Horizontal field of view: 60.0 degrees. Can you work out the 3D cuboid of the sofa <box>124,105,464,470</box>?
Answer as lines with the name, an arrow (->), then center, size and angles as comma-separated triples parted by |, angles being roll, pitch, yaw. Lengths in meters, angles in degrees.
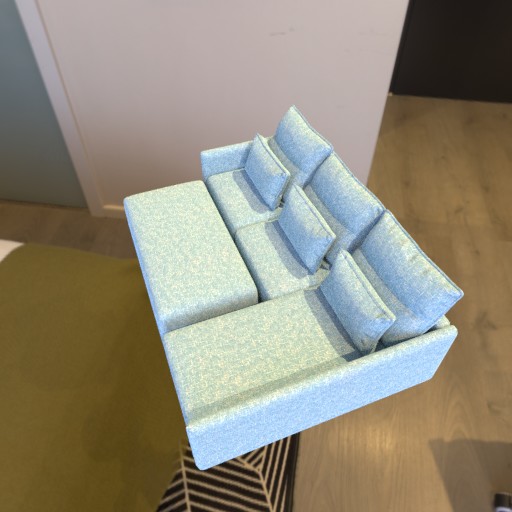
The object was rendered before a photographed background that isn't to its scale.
sofa -> 0.000, 0.000, 2.829 | 1.420, 0.899, 2.034 | -16, 49, -14
